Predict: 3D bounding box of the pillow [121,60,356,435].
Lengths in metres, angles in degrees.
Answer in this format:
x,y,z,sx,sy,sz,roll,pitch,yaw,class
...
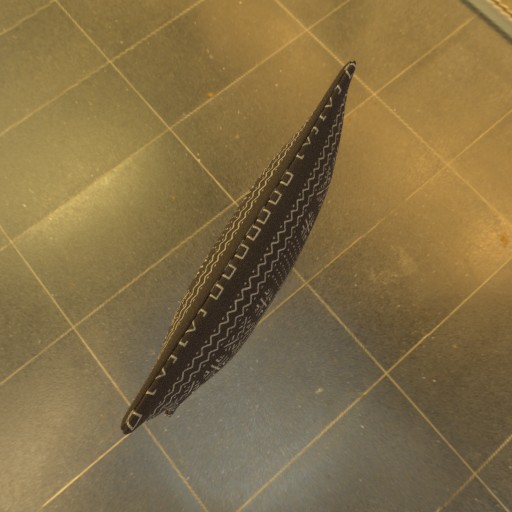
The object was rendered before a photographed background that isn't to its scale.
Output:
x,y,z,sx,sy,sz,roll,pitch,yaw,class
0.000,0.000,0.793,0.135,0.322,0.667,30,77,8,pillow
